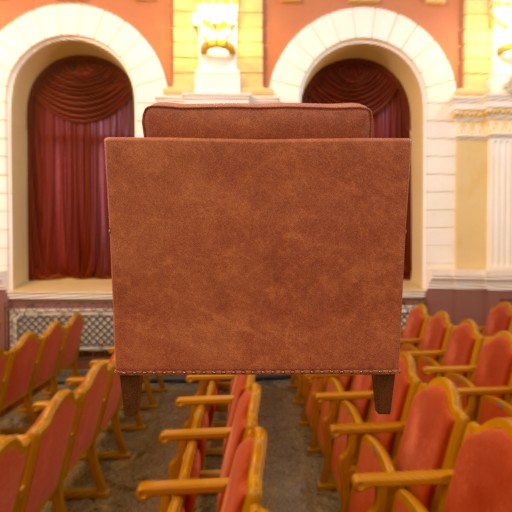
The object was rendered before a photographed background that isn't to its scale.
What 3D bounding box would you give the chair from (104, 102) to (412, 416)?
[{"bbox_3d":[0.000,0.000,1.714,0.853,0.943,1.014,0,1,-1],"label":"chair"}]
